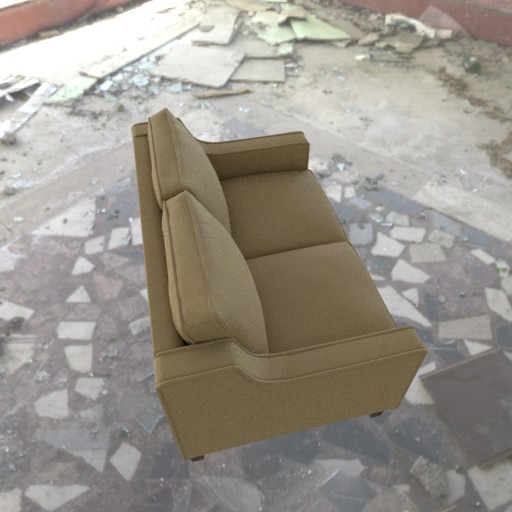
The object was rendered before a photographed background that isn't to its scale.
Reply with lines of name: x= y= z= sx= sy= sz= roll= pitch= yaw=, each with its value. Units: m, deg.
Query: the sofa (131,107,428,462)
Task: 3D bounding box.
sofa: x=0.000 y=0.000 z=2.145 sx=0.987 sy=0.971 sz=1.501 roll=-10 pitch=48 yaw=-9
